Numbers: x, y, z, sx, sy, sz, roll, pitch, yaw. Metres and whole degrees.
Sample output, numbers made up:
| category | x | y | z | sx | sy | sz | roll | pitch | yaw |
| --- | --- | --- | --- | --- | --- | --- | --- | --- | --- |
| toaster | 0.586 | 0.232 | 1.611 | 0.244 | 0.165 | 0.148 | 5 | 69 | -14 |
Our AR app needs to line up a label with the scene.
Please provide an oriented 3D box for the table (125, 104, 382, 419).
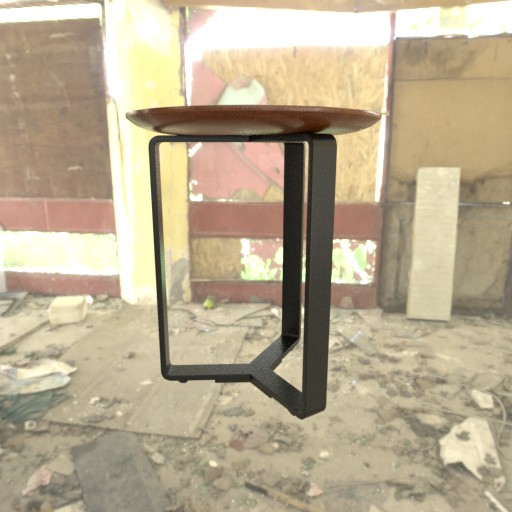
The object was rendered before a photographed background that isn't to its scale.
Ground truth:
| category | x | y | z | sx | sy | sz | roll | pitch | yaw |
| --- | --- | --- | --- | --- | --- | --- | --- | --- | --- |
| table | 0.000 | 0.000 | 0.749 | 0.380 | 0.450 | 0.410 | 7 | 15 | 27 |
